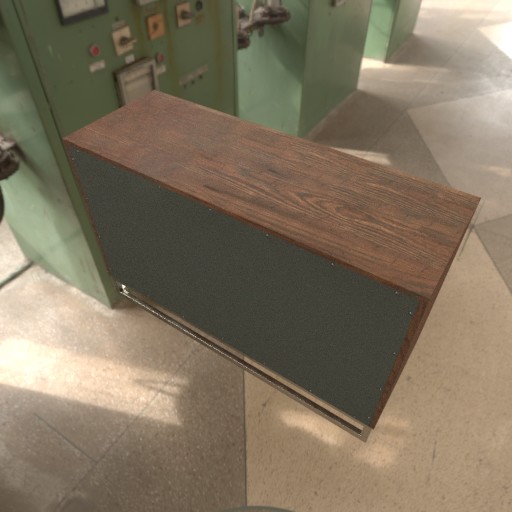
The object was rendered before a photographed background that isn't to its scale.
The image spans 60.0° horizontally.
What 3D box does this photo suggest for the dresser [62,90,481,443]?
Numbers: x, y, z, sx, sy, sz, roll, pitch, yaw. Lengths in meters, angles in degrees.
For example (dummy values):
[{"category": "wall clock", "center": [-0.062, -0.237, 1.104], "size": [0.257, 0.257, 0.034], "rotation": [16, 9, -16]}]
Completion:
[{"category": "dresser", "center": [0.000, 0.000, 2.185], "size": [1.646, 1.061, 0.623], "rotation": [25, 50, 23]}]
